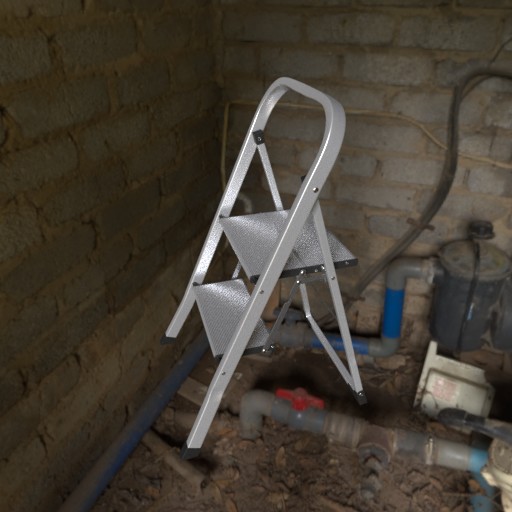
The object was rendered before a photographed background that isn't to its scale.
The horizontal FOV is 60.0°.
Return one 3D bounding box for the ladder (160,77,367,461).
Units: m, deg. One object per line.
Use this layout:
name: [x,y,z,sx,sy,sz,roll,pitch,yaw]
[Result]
ladder: [0.000,0.000,1.144,0.530,0.830,0.465,-9,32,-14]
